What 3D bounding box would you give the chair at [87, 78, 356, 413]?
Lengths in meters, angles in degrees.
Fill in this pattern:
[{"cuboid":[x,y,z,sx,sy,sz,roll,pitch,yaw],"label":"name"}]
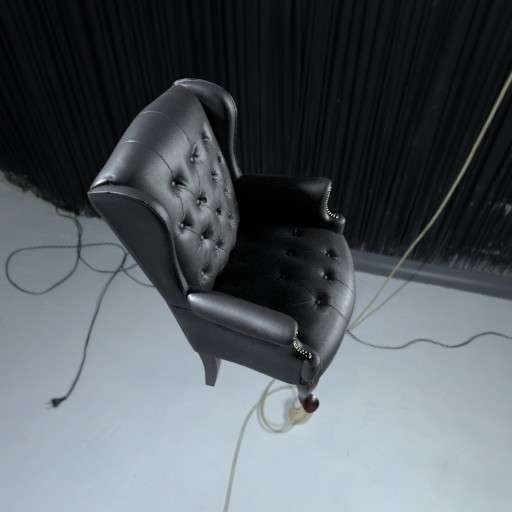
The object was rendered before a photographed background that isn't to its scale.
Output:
[{"cuboid":[0.000,0.000,1.731,0.822,1.133,0.831,11,48,10],"label":"chair"}]
